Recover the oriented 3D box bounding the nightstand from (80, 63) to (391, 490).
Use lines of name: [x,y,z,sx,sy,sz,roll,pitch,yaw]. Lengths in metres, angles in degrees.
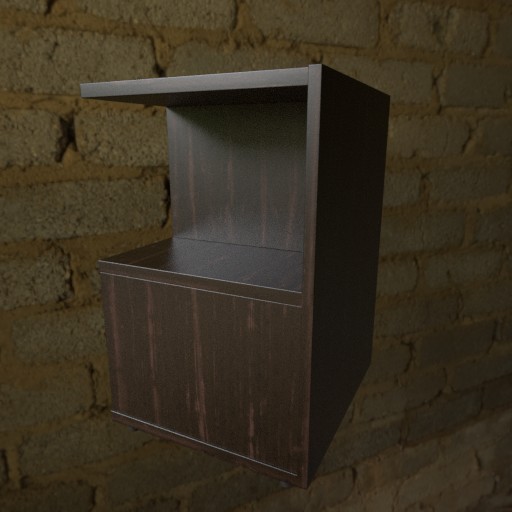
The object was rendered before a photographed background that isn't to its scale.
nightstand: [0.000,0.000,0.791,0.356,0.559,0.400,7,16,25]
